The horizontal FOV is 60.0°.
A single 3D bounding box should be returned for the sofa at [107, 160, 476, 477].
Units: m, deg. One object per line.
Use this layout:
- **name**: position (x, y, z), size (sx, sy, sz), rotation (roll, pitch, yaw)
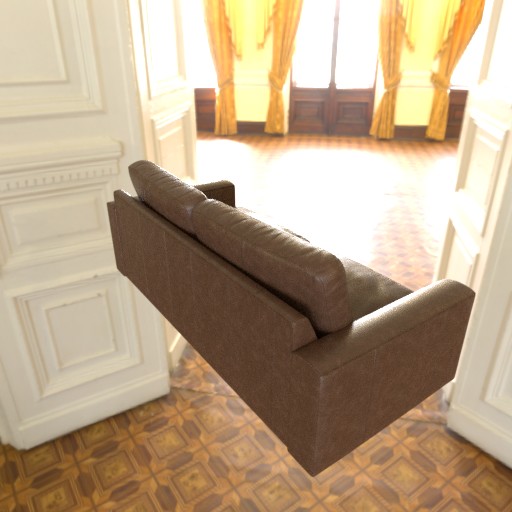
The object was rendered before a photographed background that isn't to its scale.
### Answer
- **sofa**: position (0.000, 0.000, 2.623), size (1.016, 0.873, 2.179), rotation (-18, 32, -32)
